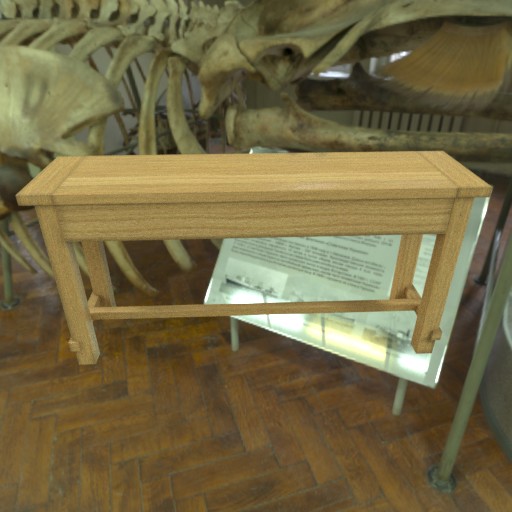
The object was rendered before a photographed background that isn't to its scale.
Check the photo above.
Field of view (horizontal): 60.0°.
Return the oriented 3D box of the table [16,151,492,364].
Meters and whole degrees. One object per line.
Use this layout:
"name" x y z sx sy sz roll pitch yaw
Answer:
"table" 0.000 0.000 1.862 1.599 0.762 0.442 -1 30 -2
